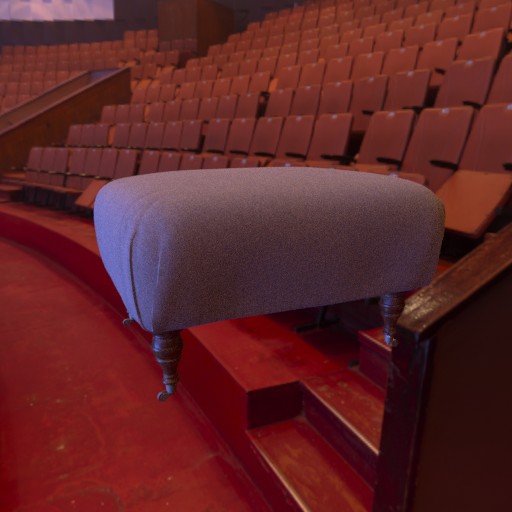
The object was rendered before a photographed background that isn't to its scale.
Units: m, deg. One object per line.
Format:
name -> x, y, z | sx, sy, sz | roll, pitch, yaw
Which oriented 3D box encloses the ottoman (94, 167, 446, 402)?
ottoman -> 0.000, 0.000, 1.155 | 0.747, 0.450, 0.622 | -6, 15, -24
